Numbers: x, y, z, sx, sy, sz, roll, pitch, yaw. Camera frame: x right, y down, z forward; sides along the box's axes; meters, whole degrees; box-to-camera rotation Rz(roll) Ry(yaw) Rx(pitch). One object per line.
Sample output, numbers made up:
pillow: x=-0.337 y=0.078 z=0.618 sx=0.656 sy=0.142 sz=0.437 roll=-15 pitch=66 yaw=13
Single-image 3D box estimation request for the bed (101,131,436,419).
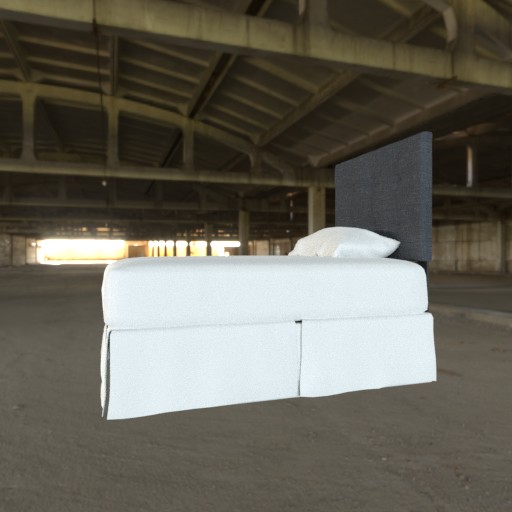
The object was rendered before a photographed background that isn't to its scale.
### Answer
bed: x=0.000 y=0.000 z=3.005 sx=1.997 sy=1.571 sz=1.261 roll=0 pitch=0 yaw=-19
